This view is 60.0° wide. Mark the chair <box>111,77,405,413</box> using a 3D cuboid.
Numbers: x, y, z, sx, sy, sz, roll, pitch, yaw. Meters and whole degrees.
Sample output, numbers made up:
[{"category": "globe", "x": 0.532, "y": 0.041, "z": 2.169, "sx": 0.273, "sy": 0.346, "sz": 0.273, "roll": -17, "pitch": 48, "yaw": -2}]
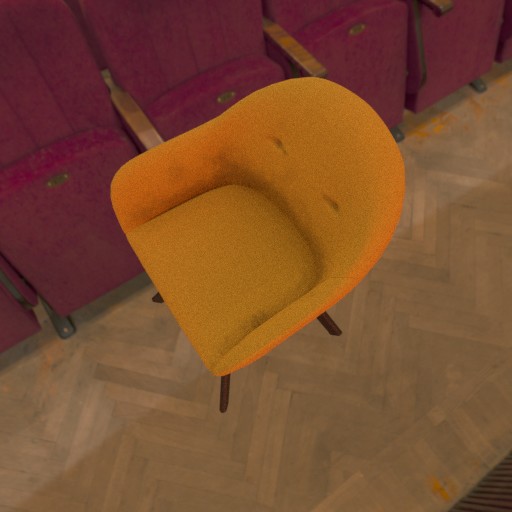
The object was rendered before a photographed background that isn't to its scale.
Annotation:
[{"category": "chair", "x": 0.000, "y": 0.000, "z": 1.170, "sx": 0.565, "sy": 0.775, "sz": 0.545, "roll": -31, "pitch": 67, "yaw": -15}]
